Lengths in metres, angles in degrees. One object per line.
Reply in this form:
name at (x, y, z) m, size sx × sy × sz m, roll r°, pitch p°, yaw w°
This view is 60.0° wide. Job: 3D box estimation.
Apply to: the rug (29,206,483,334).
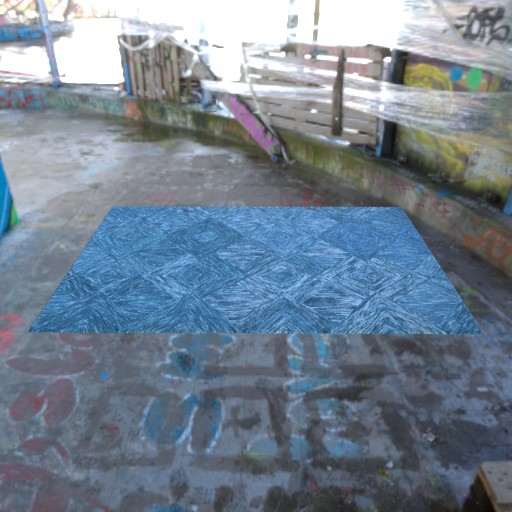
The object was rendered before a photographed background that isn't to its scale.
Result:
rug at (0.000, 0.000, 2.854) m, size 2.277 × 0.015 × 1.490 m, roll 0°, pitch 31°, yaw 0°
